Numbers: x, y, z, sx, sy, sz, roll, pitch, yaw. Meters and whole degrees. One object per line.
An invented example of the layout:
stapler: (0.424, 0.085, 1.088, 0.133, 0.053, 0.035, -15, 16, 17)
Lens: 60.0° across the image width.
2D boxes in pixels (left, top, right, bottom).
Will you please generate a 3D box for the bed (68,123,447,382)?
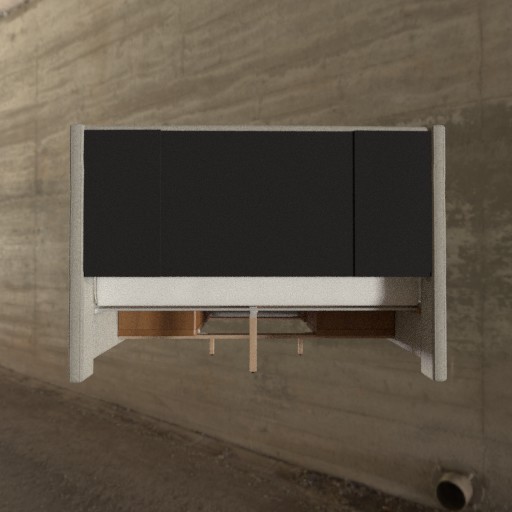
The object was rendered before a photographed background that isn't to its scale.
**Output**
bed: (0.000, 0.000, 3.641, 2.140, 1.470, 2.280, 0, -1, -1)
